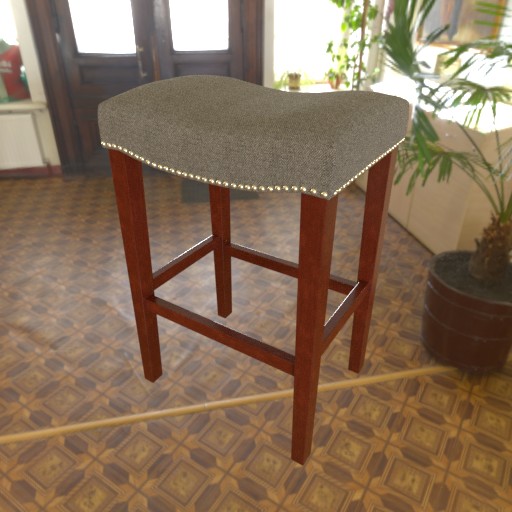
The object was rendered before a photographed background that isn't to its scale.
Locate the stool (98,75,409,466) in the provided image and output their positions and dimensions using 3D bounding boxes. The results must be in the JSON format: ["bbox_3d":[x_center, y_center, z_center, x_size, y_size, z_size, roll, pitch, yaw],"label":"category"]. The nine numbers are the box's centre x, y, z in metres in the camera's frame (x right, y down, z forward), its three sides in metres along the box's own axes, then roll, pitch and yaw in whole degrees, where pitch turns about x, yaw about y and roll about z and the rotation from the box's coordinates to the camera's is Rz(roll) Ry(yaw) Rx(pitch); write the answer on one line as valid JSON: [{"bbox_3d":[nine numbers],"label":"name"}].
[{"bbox_3d":[0.000,0.000,1.029,0.504,0.742,0.372,18,35,28],"label":"stool"}]
